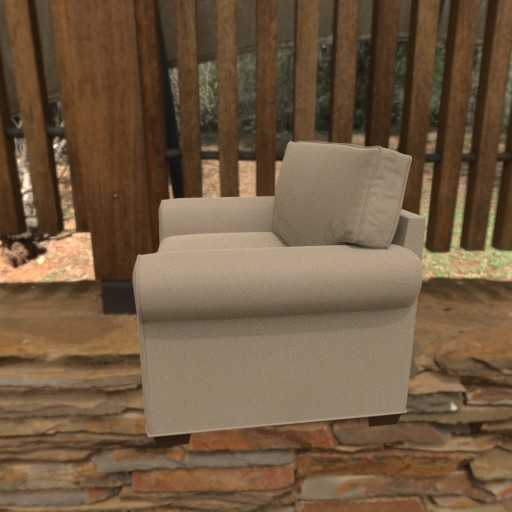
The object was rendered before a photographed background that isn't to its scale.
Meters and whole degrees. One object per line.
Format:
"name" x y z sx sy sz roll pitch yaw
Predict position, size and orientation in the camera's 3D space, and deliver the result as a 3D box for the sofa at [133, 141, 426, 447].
"sofa" 0.000 0.000 2.023 0.937 1.006 1.405 -2 15 -8
